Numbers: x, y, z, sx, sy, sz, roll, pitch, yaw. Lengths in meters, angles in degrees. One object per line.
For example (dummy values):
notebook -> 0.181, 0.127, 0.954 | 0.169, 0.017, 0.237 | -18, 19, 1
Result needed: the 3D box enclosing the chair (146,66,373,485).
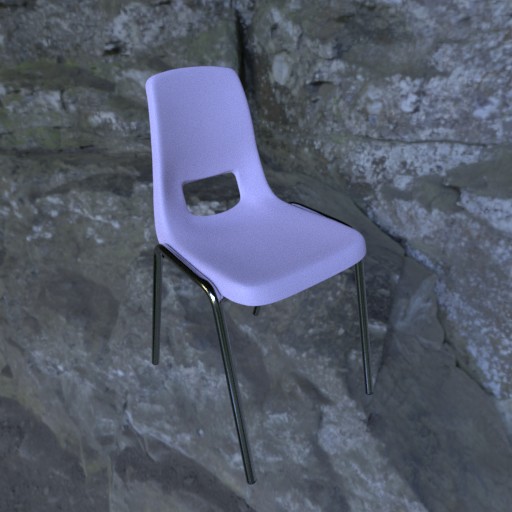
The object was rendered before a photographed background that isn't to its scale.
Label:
chair -> 0.000, 0.000, 0.935 | 0.381, 0.704, 0.436 | -22, 36, -33
